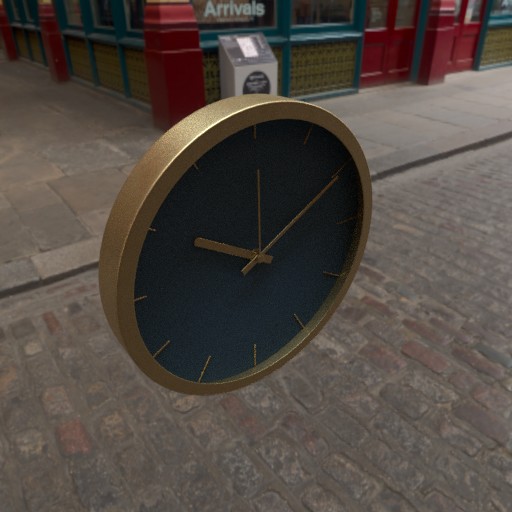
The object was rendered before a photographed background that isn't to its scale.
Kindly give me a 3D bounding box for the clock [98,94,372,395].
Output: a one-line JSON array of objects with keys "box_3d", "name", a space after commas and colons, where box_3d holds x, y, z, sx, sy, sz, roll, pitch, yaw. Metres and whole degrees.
[{"box_3d": [0.000, 0.000, 0.459, 0.314, 0.314, 0.040, -21, 36, -31], "name": "clock"}]
